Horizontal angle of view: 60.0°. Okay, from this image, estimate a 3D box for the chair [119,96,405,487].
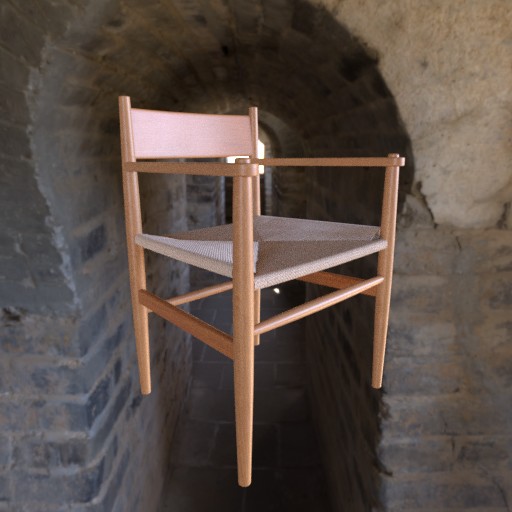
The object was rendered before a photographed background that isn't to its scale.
[{"bbox_3d":[0.000,0.000,1.116,0.495,0.762,0.556,13,19,43],"label":"chair"}]
